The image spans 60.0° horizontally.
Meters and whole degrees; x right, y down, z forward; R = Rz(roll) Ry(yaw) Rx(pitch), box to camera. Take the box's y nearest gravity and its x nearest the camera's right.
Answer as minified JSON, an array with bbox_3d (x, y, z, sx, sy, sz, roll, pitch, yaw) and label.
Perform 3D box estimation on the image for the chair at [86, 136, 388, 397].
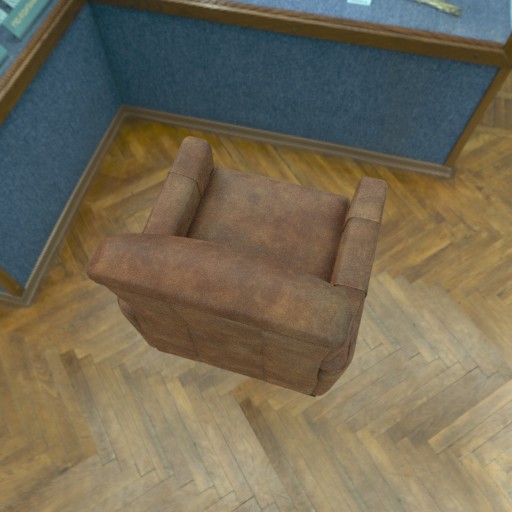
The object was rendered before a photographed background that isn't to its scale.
[{"bbox_3d":[0.000,0.000,1.677,0.843,1.043,0.836,15,63,8],"label":"chair"}]
